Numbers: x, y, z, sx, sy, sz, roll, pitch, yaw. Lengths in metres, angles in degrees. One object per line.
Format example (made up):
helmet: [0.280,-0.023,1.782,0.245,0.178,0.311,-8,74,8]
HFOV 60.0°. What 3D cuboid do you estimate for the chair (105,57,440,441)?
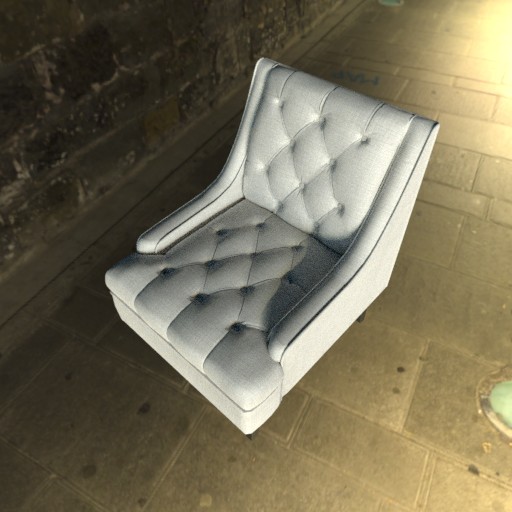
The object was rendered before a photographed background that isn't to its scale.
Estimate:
chair: [0.000,0.000,1.428,0.658,0.891,0.772,34,55,28]
